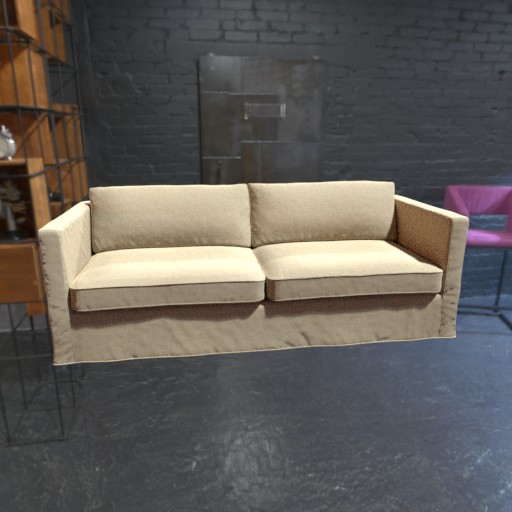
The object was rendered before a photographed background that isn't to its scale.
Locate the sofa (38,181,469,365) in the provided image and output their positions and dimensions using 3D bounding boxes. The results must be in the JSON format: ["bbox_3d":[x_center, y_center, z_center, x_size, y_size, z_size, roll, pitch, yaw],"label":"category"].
[{"bbox_3d":[0.000,0.000,2.802,2.312,0.853,0.962,-2,16,-8],"label":"sofa"}]
